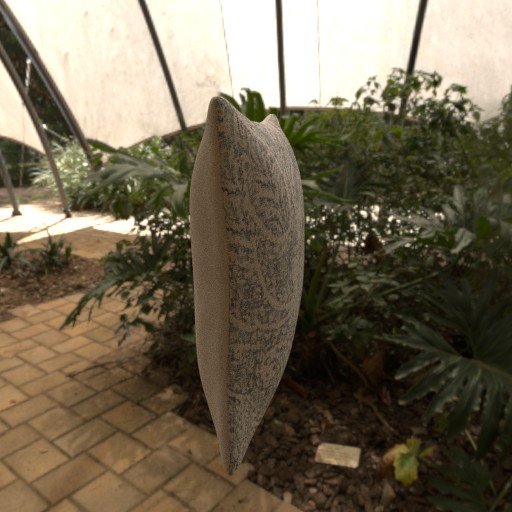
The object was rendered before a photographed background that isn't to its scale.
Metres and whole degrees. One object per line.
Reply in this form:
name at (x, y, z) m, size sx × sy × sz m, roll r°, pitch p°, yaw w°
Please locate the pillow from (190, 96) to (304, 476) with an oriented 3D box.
pillow at (0.000, 0.000, 0.802) m, size 0.166 × 0.510 × 0.523 m, roll 2°, pitch 16°, yaw 9°
